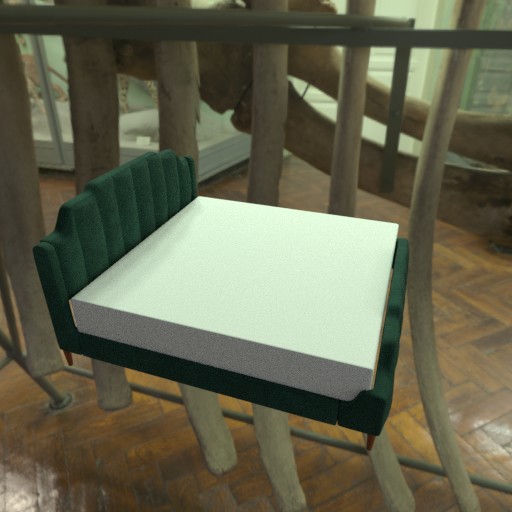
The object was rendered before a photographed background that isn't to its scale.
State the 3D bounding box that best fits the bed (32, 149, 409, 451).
[{"bbox_3d":[0.000,0.000,3.538,2.340,1.245,2.074,10,31,17],"label":"bed"}]
